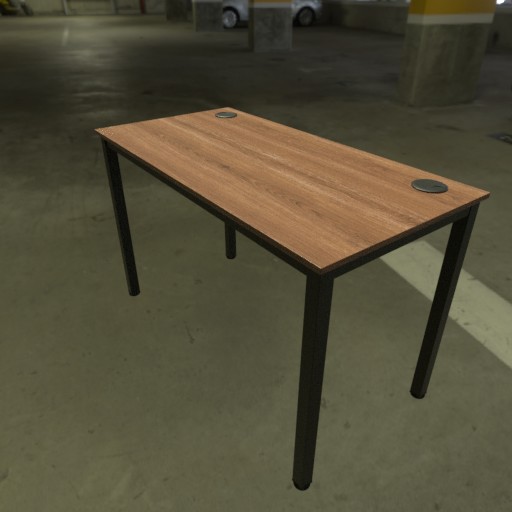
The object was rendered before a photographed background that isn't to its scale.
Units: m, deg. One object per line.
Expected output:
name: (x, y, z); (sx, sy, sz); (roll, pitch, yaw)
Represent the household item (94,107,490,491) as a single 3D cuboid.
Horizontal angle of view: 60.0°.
household item: (0.000, 0.000, 1.581); (0.600, 0.750, 1.200); (-21, 37, -31)
